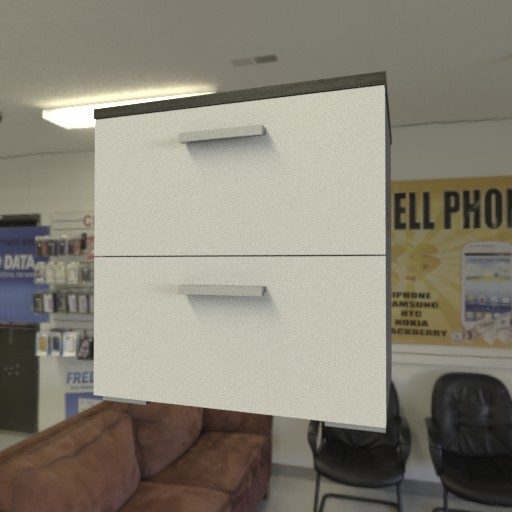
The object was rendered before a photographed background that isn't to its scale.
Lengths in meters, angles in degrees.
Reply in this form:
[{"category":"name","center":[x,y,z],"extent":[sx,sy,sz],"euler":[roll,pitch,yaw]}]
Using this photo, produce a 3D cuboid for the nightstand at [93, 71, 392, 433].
[{"category":"nightstand","center":[0.000,0.000,0.762],"extent":[0.441,0.460,0.325],"euler":[0,-1,18]}]
